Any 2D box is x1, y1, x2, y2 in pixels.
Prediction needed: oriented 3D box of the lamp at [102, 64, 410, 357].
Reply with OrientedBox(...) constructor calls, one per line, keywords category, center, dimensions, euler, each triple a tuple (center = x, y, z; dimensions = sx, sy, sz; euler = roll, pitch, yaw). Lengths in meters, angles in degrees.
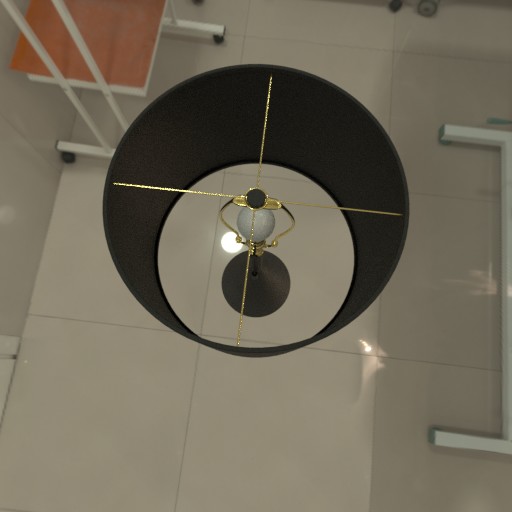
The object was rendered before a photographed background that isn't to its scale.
OrientedBox(category="lamp", center=(0.000, 0.000, 0.801), dimensions=(0.359, 0.584, 0.359), euler=(6, 76, 2))
